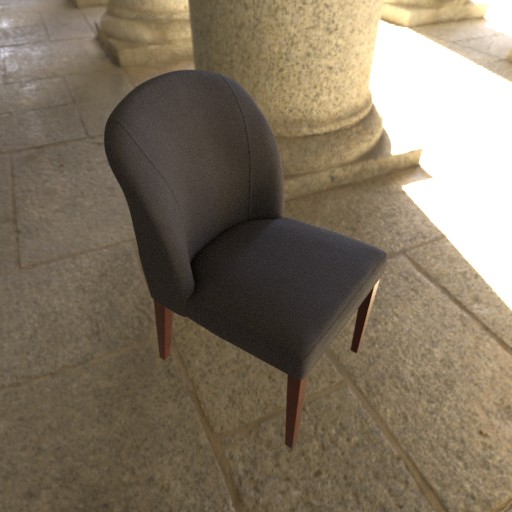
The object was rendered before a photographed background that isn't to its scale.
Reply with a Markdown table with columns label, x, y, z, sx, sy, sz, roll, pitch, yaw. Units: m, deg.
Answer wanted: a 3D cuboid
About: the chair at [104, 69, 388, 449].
| label | x | y | z | sx | sy | sz | roll | pitch | yaw |
| --- | --- | --- | --- | --- | --- | --- | --- | --- | --- |
| chair | 0.000 | 0.000 | 1.258 | 0.619 | 0.879 | 0.506 | 25 | 47 | 26 |
